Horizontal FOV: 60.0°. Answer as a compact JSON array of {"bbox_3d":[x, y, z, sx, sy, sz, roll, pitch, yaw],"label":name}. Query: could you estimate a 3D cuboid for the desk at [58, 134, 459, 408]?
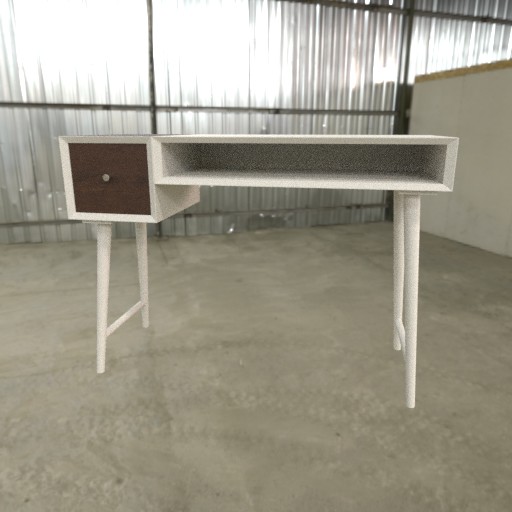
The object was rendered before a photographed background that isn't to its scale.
[{"bbox_3d":[0.000,0.000,1.450,1.069,0.761,0.409,3,16,11],"label":"desk"}]
